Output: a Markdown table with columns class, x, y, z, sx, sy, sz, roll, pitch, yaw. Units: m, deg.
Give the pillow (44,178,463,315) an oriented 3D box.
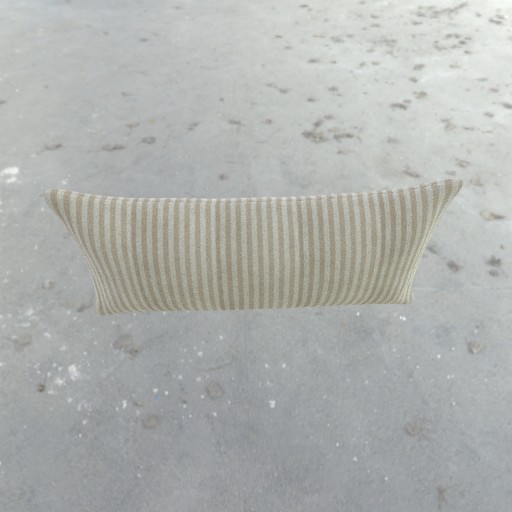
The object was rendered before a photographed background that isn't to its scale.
| class | x | y | z | sx | sy | sz | roll | pitch | yaw |
| --- | --- | --- | --- | --- | --- | --- | --- | --- | --- |
| pillow | 0.000 | 0.000 | 0.751 | 0.617 | 0.295 | 0.151 | -2 | 46 | -2 |
